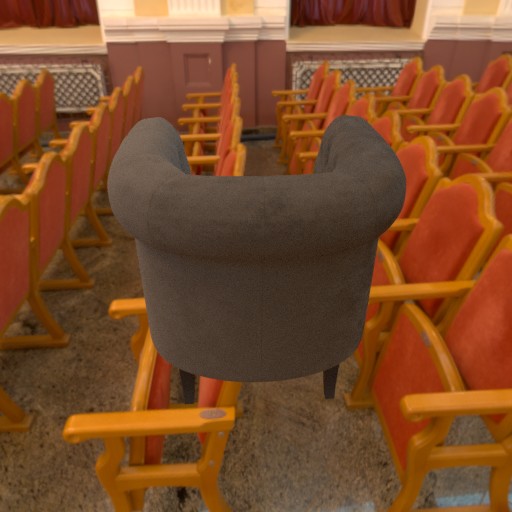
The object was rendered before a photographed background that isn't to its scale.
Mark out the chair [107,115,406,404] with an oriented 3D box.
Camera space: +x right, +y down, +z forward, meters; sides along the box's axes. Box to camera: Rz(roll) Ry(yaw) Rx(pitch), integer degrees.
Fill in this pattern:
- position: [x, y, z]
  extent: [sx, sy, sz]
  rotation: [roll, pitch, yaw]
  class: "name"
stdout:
- position: [0.000, 0.000, 1.547]
  extent: [0.904, 0.826, 0.851]
  rotation: [-1, 31, -2]
  class: "chair"
